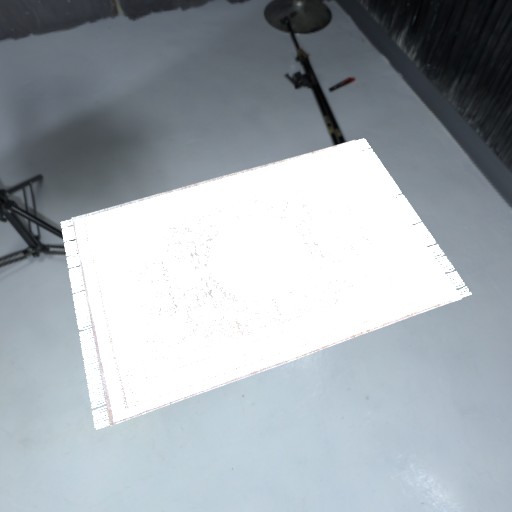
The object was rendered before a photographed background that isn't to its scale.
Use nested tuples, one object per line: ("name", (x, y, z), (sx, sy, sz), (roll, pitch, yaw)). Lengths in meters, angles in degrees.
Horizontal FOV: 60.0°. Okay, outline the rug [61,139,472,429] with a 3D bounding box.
("rug", (0.000, 0.000, 3.037), (2.440, 0.010, 1.528), (-17, 60, -10))
